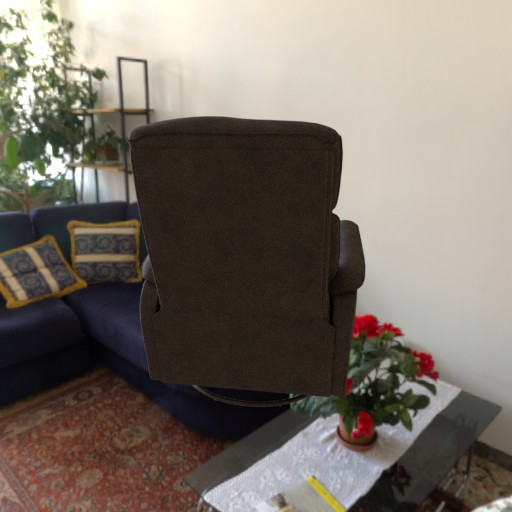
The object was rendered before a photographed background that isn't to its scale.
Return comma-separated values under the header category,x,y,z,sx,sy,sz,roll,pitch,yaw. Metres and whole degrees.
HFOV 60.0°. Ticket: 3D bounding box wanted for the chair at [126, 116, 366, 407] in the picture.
category,x,y,z,sx,sy,sz,roll,pitch,yaw
chair,0.000,0.000,1.742,0.830,1.035,1.009,2,17,8
